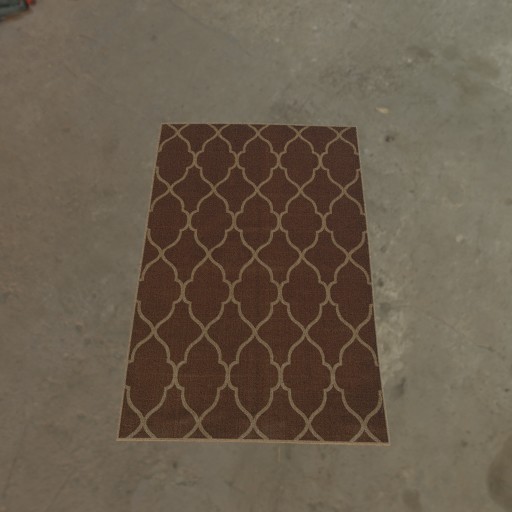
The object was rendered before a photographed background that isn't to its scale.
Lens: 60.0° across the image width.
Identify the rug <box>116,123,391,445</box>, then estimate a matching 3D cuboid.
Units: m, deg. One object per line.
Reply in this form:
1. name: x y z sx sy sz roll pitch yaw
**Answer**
1. rug: 0.000 0.000 2.945 1.528 0.014 2.294 1 64 0
